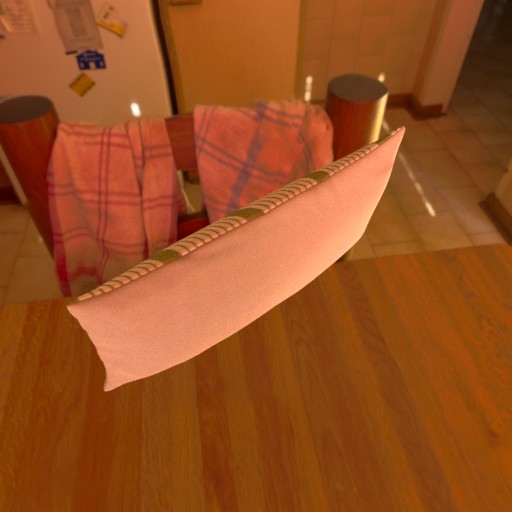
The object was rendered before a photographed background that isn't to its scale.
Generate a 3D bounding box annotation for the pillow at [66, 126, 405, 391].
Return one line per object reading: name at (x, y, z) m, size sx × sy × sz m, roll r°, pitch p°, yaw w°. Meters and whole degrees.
pillow at (0.000, 0.000, 0.750) m, size 0.608 × 0.292 × 0.156 m, roll -31°, pitch 54°, yaw -26°
